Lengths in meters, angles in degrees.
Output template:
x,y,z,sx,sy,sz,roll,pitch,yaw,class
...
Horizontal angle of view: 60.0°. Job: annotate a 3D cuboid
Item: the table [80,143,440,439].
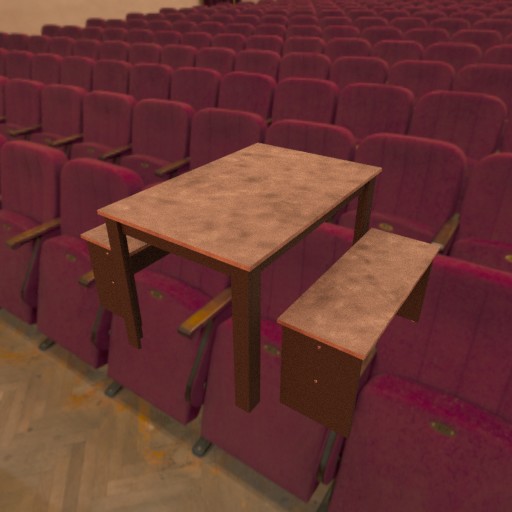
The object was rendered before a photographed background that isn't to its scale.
x,y,z,sx,sy,sz,roll,pitch,yaw,class
0.000,0.000,2.108,1.443,0.700,1.100,20,36,29,table
